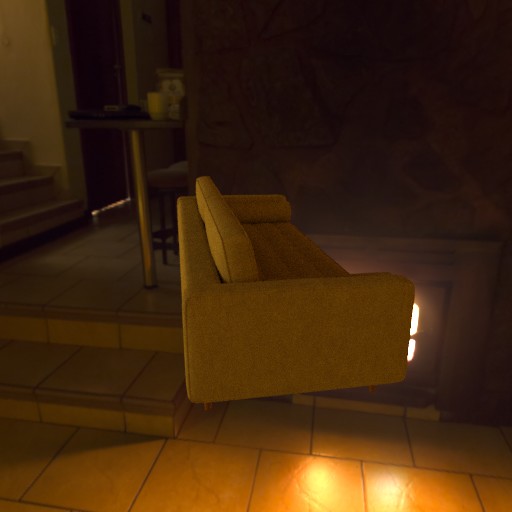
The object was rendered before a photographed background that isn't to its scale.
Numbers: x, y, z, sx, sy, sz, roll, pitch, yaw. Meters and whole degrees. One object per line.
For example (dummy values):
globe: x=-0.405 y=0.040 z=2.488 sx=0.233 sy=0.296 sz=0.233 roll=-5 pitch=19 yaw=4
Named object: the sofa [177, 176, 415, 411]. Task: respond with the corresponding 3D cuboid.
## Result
sofa: x=0.000 y=0.000 z=2.711 sx=0.919 sy=0.770 sz=2.200 roll=-3 pitch=17 yaw=-10
